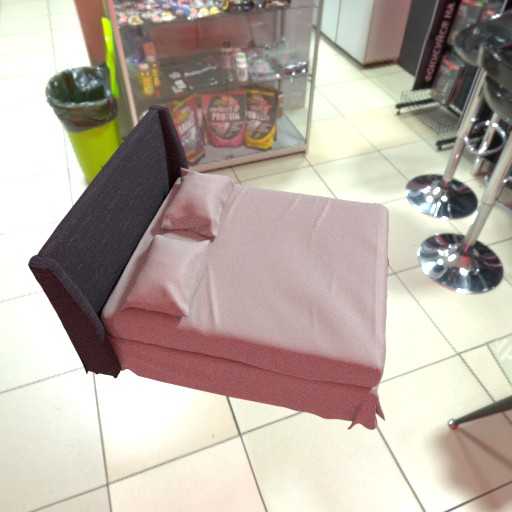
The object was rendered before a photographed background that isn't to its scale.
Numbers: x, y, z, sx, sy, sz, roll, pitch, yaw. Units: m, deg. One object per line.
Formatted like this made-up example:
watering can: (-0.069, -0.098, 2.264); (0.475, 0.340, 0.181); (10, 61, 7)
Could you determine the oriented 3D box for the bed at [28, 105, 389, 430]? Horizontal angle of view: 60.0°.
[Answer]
bed: (0.000, 0.000, 3.451); (2.276, 1.332, 1.925); (9, 47, 9)
